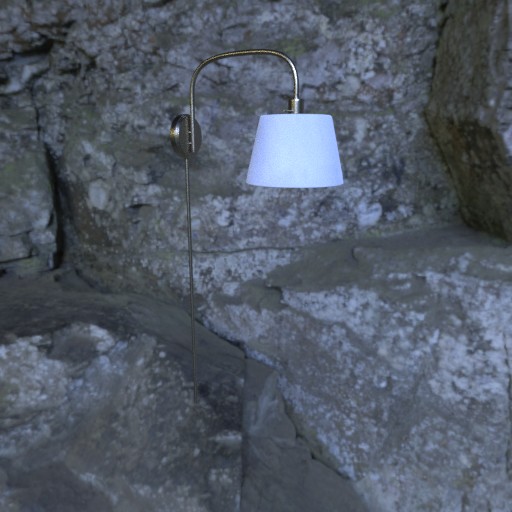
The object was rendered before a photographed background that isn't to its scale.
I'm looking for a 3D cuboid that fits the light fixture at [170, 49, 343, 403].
[{"bbox_3d":[0.000,0.000,0.464,0.176,0.399,0.092,8,16,27],"label":"light fixture"}]
